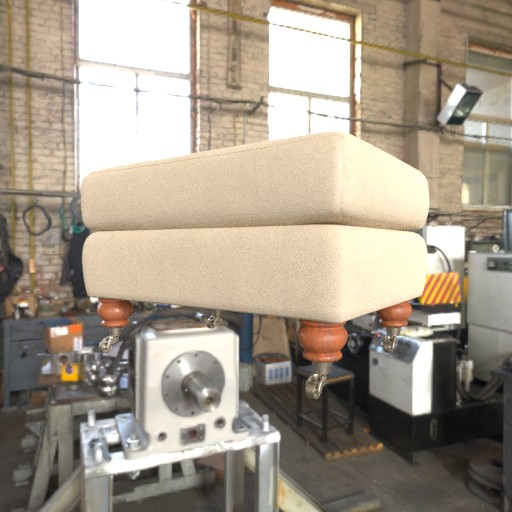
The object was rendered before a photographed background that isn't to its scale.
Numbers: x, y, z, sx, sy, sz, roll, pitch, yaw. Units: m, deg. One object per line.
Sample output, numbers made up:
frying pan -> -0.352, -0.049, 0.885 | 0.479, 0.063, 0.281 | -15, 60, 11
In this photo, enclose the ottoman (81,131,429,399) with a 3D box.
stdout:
ottoman -> 0.000, 0.000, 1.174 | 0.773, 0.504, 0.569 | 1, 1, 35
